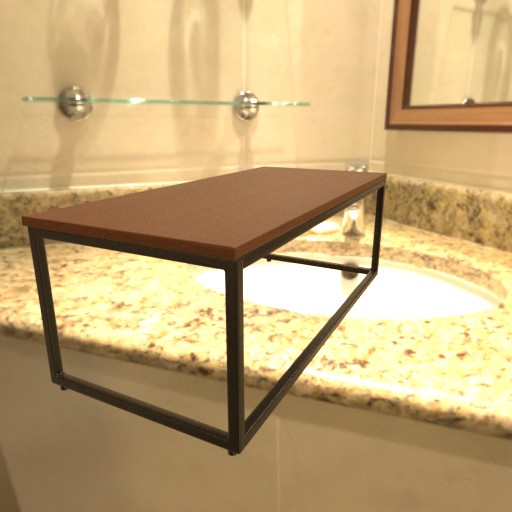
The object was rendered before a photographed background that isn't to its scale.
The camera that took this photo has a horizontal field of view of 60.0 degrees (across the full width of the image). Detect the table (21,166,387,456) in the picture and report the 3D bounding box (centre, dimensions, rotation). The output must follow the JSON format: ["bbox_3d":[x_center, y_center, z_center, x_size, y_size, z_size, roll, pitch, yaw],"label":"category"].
[{"bbox_3d":[0.000,0.000,1.310,0.500,0.400,1.100,9,19,26],"label":"table"}]
